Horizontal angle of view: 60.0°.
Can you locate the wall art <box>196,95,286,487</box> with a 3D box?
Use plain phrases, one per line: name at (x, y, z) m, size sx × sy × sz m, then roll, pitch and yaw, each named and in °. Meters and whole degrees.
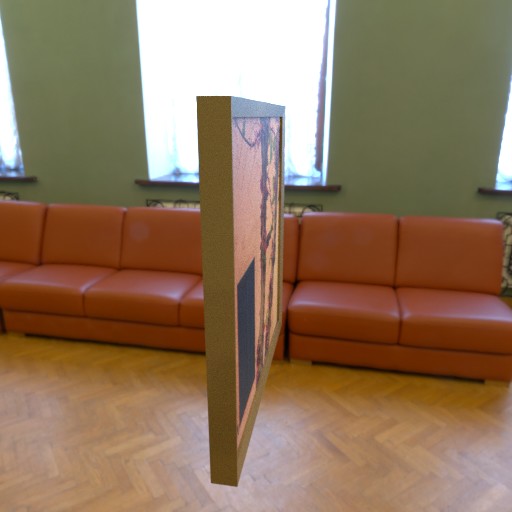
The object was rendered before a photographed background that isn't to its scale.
wall art at (0.000, 0.000, 0.776) m, size 0.038 × 0.508 × 0.507 m, roll 3°, pitch 18°, yaw 10°
